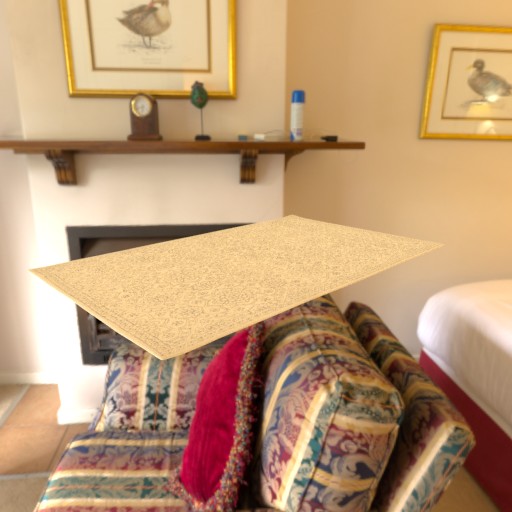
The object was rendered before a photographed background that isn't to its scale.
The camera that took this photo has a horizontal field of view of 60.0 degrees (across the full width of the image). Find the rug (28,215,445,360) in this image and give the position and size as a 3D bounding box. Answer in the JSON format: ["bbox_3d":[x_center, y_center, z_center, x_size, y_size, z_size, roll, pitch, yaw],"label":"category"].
[{"bbox_3d":[0.000,0.000,2.987,2.434,0.023,1.518,-15,22,-42],"label":"rug"}]
